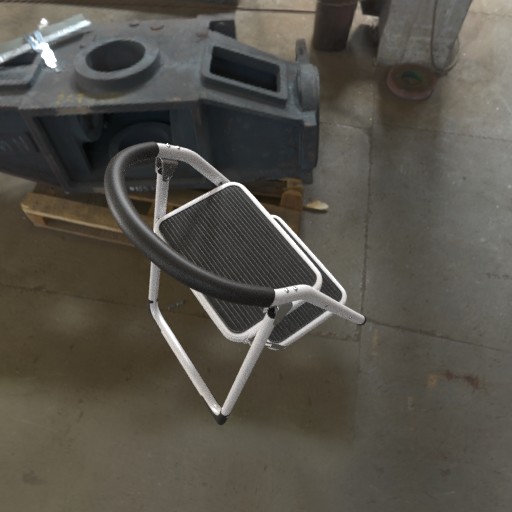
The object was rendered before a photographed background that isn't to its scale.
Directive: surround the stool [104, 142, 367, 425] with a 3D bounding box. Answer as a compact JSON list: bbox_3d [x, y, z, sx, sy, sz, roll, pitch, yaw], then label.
[{"bbox_3d":[0.000,0.000,1.103,0.559,0.760,0.453,-31,64,-17],"label":"stool"}]
